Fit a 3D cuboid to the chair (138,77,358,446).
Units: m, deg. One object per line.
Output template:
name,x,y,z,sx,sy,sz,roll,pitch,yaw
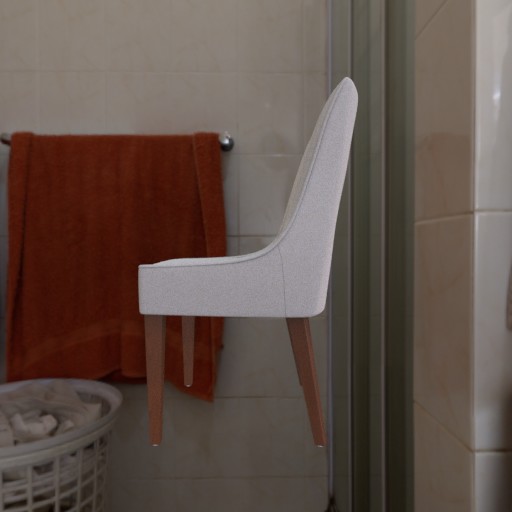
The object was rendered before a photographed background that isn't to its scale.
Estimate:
chair,0.000,0.000,1.231,0.544,0.861,0.529,0,1,1
